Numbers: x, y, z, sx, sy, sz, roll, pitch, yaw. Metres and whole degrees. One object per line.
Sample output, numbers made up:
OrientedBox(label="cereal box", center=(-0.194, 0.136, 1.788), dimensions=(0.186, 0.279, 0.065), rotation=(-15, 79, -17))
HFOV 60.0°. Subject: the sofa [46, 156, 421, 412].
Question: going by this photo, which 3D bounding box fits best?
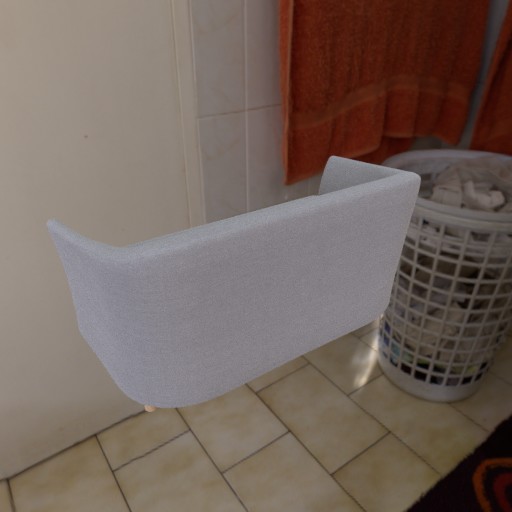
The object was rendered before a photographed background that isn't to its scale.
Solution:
OrientedBox(label="sofa", center=(0.000, 0.000, 1.875), dimensions=(1.452, 0.721, 0.705), rotation=(-18, 35, -28))
